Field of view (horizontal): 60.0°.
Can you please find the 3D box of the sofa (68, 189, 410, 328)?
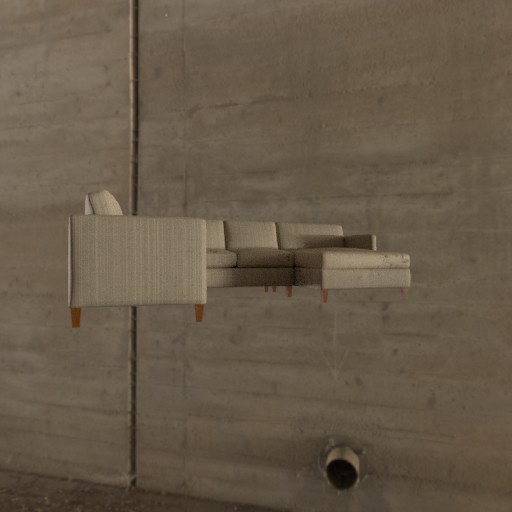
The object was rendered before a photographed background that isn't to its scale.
[{"bbox_3d":[0.000,0.000,4.639,3.460,0.961,2.594,0,0,-19],"label":"sofa"}]
